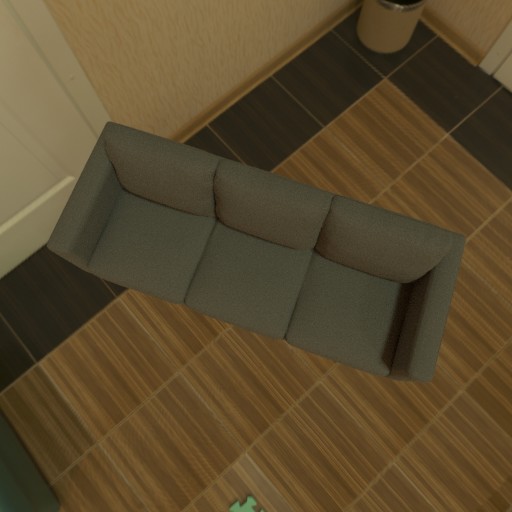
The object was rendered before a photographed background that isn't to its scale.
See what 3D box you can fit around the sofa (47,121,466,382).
[{"bbox_3d":[0.000,0.000,2.496,2.029,0.912,0.802,19,76,5],"label":"sofa"}]
